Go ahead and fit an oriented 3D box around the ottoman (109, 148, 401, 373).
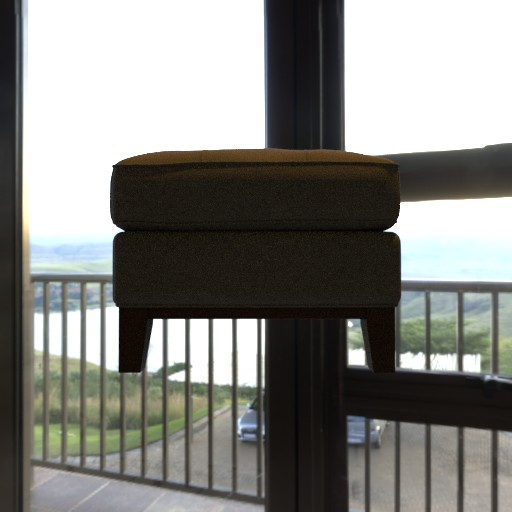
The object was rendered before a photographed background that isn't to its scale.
[{"bbox_3d":[0.000,0.000,1.506,0.648,0.514,1.143,0,0,0],"label":"ottoman"}]
